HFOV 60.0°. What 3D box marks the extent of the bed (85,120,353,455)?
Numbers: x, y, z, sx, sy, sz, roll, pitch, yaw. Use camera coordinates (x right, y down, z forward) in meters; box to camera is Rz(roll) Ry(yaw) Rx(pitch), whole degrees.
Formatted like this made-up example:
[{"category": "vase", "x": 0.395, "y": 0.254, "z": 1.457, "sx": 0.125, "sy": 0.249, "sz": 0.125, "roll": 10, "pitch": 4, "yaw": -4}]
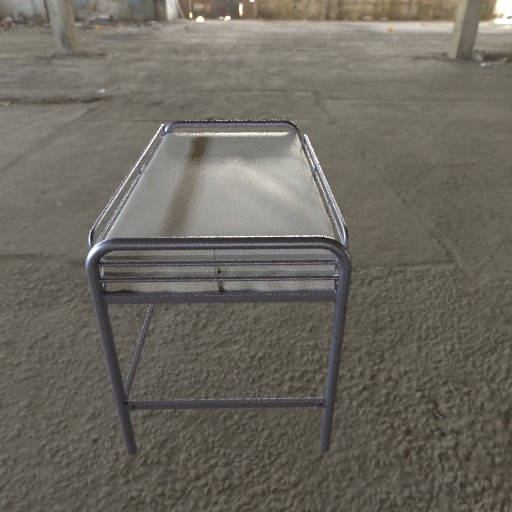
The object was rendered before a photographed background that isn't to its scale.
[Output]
[{"category": "bed", "x": 0.000, "y": 0.000, "z": 2.887, "sx": 1.415, "sy": 1.288, "sz": 1.965, "roll": -1, "pitch": 30, "yaw": -1}]
